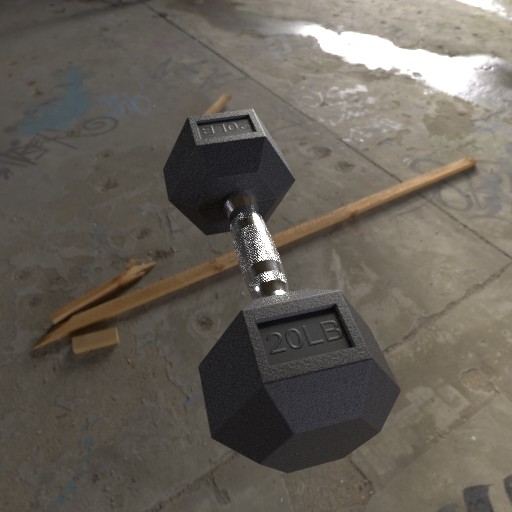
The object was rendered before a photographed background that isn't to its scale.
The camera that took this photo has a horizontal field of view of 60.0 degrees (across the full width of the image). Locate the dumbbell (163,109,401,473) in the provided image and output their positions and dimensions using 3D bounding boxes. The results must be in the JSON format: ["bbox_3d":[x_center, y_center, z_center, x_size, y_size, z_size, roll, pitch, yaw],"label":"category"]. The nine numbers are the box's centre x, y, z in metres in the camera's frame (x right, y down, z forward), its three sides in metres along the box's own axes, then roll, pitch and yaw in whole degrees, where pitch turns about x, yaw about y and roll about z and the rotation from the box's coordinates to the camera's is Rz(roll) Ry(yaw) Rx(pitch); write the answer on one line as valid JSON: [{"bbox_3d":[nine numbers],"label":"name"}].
[{"bbox_3d":[0.000,0.000,0.342,0.116,0.101,0.297,-10,48,-9],"label":"dumbbell"}]
